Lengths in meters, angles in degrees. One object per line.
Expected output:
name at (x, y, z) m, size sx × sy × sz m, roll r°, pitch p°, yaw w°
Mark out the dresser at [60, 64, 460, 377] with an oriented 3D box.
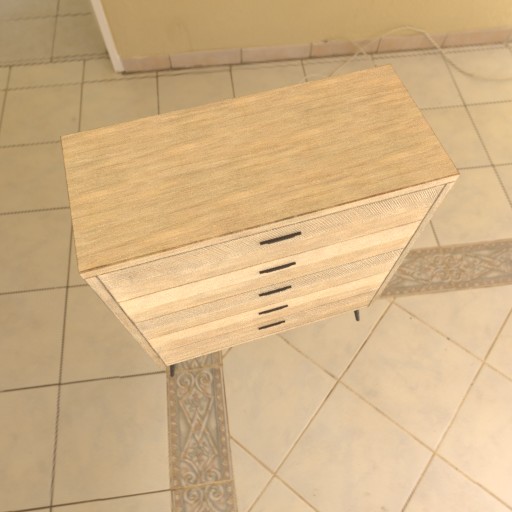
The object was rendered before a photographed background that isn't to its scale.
dresser at (0.000, 0.000, 1.760) m, size 1.016 × 1.219 × 0.457 m, roll -15°, pitch 64°, yaw -8°
